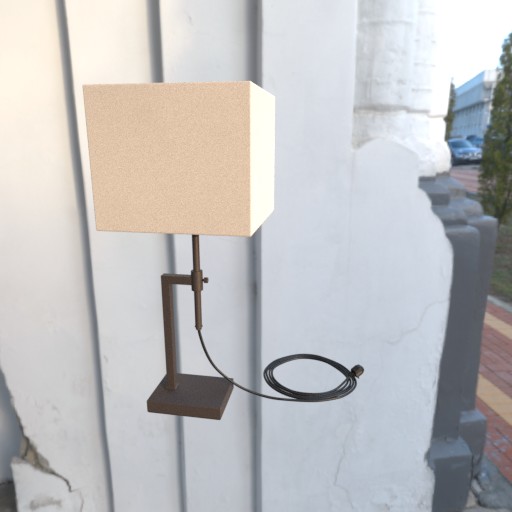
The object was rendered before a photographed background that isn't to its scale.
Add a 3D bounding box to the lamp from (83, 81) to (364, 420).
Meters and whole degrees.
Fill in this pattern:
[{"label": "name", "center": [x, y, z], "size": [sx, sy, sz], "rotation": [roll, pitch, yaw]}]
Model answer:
[{"label": "lamp", "center": [0.000, 0.000, 0.954], "size": [0.504, 0.660, 0.399], "rotation": [3, 15, 10]}]
